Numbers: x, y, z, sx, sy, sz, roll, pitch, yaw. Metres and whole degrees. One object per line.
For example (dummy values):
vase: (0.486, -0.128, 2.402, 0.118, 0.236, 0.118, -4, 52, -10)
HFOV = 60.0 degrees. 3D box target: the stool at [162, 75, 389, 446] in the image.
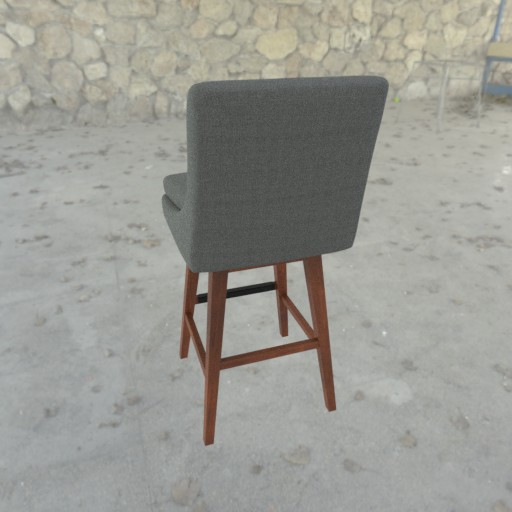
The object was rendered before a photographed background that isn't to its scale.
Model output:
stool: (0.000, 0.000, 1.246, 0.447, 0.977, 0.524, -9, 29, -17)
